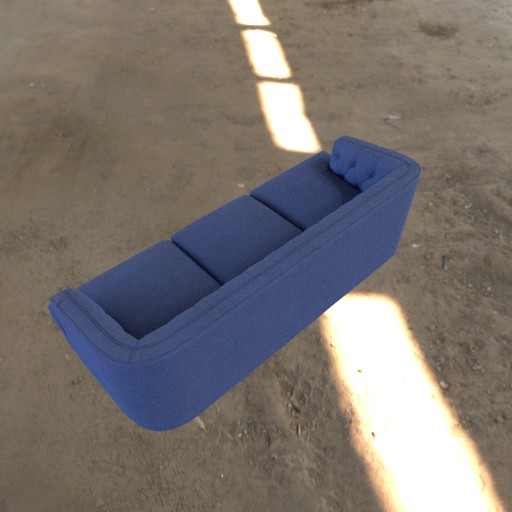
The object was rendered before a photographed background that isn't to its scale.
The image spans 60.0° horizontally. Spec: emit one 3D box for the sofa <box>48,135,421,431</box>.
[{"bbox_3d":[0.000,0.000,2.701,2.235,0.787,0.914,-33,54,-28],"label":"sofa"}]
